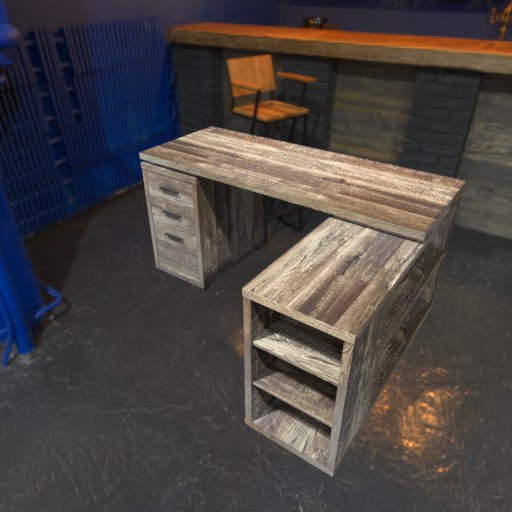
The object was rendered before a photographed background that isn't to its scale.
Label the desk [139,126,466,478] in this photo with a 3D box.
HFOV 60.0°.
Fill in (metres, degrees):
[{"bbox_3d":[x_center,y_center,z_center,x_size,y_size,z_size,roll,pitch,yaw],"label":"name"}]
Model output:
[{"bbox_3d":[0.000,0.000,2.199,1.524,0.753,1.200,21,38,29],"label":"desk"}]
